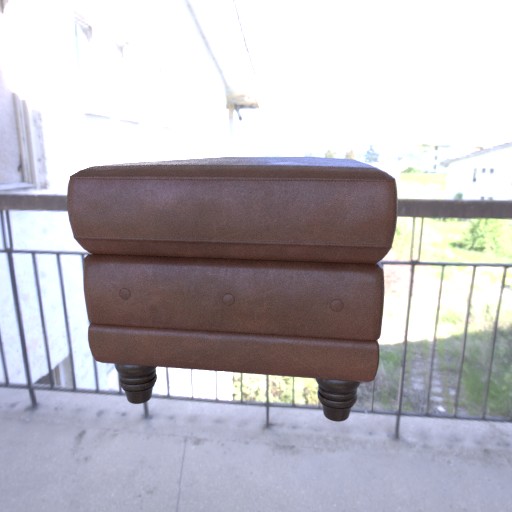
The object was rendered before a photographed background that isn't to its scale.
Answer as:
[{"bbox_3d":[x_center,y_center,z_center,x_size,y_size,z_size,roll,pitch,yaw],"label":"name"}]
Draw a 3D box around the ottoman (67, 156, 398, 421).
[{"bbox_3d":[0.000,0.000,1.175,0.588,0.509,0.795,2,14,8],"label":"ottoman"}]
